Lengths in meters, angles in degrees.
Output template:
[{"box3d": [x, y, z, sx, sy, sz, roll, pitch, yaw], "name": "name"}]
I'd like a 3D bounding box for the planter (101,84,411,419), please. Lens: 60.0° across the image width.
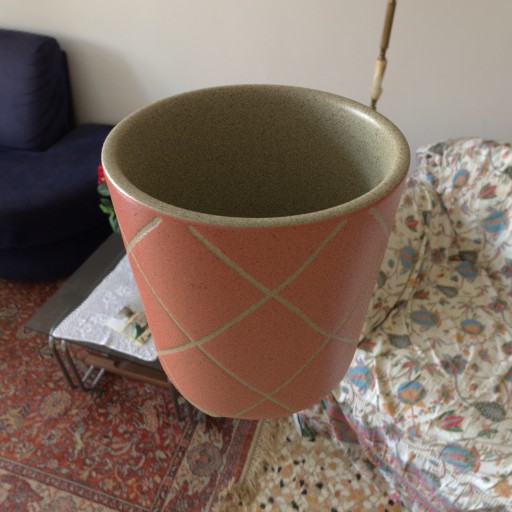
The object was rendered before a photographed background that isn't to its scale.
[{"box3d": [0.000, 0.000, 0.346, 0.191, 0.200, 0.191, 0, 41, 0], "name": "planter"}]
